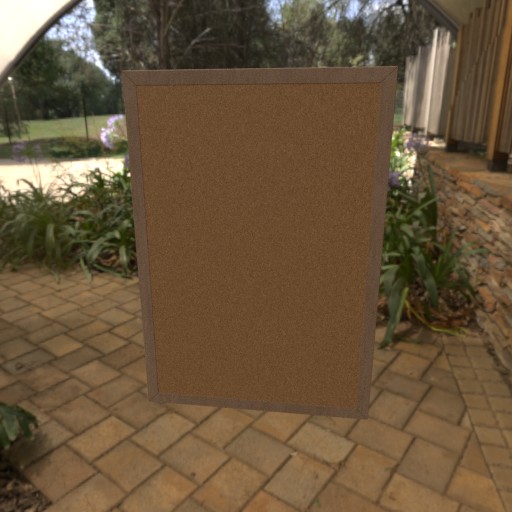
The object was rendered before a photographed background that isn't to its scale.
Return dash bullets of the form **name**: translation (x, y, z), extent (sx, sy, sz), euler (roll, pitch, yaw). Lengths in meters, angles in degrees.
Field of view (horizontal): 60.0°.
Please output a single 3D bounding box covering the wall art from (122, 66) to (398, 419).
- **wall art**: translation (0.000, 0.000, 0.653), extent (0.356, 0.509, 0.031), euler (2, 17, 7)
